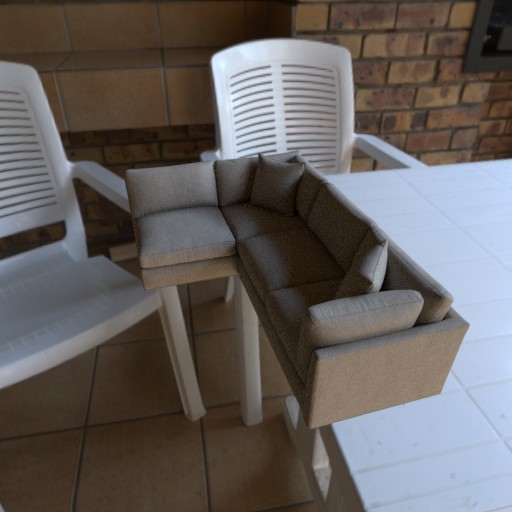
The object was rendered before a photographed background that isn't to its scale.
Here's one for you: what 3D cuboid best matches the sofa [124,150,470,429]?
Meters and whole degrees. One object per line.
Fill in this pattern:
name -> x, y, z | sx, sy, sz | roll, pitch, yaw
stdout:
sofa -> 0.000, 0.000, 3.849 | 1.994, 0.978, 2.896 | -9, 34, -14
